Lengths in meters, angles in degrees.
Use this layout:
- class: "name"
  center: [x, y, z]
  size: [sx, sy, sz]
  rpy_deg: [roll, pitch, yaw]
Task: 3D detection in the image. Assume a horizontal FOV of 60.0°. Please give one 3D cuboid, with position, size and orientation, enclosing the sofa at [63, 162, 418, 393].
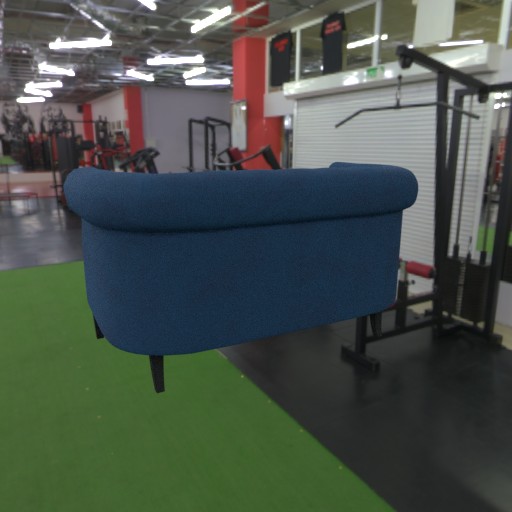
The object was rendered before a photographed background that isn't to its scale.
- class: "sofa"
  center: [0.000, 0.000, 2.061]
  size: [1.558, 0.827, 0.835]
  rpy_deg: [-7, 16, -27]
